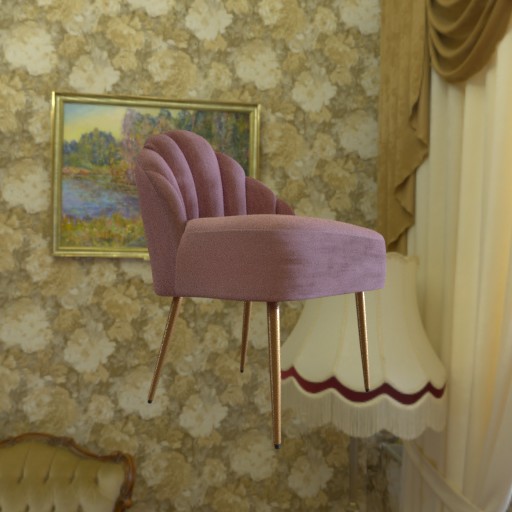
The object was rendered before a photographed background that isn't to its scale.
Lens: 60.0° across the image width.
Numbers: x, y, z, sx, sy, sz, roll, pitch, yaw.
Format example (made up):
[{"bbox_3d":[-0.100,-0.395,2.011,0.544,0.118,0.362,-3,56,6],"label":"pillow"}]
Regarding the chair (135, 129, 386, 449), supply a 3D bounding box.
[{"bbox_3d":[0.000,0.000,1.280,0.599,0.819,0.657,0,-1,36],"label":"chair"}]
